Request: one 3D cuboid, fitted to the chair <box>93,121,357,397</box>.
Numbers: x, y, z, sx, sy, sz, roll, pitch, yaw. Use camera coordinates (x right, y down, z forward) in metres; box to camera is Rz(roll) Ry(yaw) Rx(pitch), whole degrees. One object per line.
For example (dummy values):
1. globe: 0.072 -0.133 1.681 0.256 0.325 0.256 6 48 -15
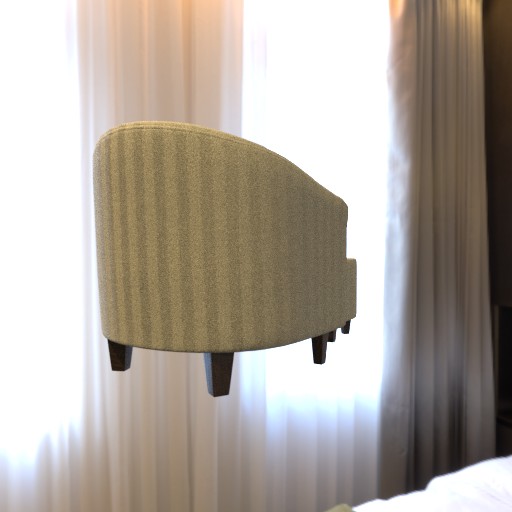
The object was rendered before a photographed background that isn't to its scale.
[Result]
1. chair: 0.000 0.000 1.750 0.756 0.757 1.288 1 1 36
